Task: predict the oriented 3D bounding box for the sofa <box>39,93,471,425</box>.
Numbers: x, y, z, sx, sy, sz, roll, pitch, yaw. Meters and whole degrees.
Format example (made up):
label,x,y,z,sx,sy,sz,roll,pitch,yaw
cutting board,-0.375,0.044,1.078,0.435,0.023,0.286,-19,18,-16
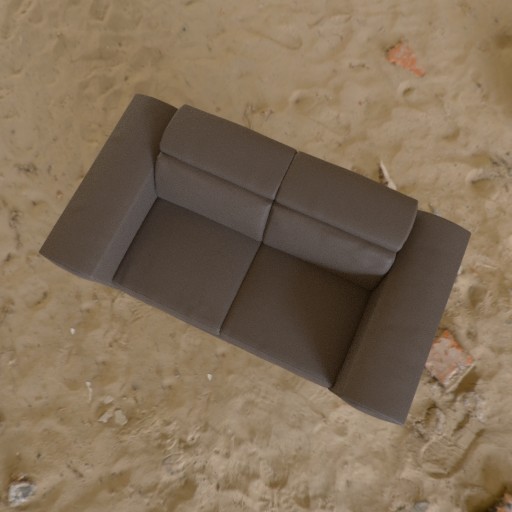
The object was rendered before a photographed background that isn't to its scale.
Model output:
label,x,y,z,sx,sy,sz,roll,pitch,yaw
sofa,0.000,0.000,2.368,1.895,0.779,1.003,24,76,6
